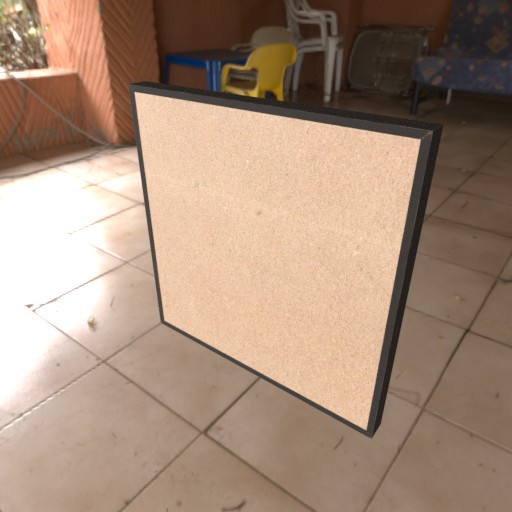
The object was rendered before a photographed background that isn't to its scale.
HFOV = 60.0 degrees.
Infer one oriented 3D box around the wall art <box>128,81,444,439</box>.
[{"bbox_3d":[0.000,0.000,0.753,0.508,0.508,0.038,21,36,31],"label":"wall art"}]
